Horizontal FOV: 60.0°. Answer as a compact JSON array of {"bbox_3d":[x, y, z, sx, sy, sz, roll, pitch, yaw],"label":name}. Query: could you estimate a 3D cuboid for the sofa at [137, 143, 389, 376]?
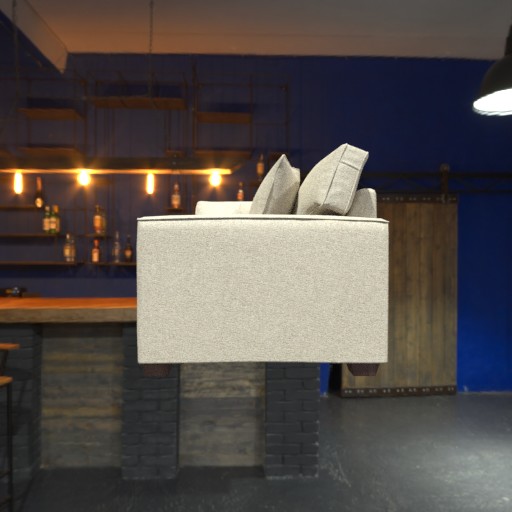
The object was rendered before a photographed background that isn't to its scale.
[{"bbox_3d":[0.000,0.000,2.899,1.053,0.948,2.323,0,0,0],"label":"sofa"}]
